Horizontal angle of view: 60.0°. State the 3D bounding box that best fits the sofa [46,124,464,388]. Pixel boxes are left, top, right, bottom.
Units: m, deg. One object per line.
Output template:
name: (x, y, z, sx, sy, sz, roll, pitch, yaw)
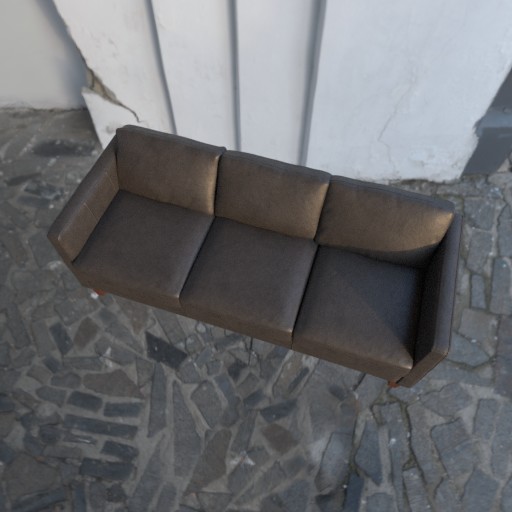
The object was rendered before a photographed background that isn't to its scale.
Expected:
sofa: (0.000, 0.000, 3.009, 2.464, 1.006, 1.045, 16, 59, 9)
